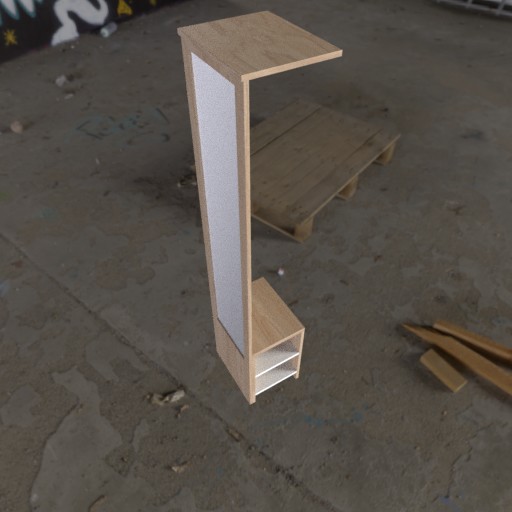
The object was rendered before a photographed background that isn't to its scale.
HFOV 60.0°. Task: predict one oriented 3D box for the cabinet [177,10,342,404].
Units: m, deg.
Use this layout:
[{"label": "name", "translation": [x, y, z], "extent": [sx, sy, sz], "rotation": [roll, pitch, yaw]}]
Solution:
[{"label": "cabinet", "translation": [0.000, 0.000, 2.012], "extent": [0.338, 1.879, 0.411], "rotation": [-23, 50, -21]}]
